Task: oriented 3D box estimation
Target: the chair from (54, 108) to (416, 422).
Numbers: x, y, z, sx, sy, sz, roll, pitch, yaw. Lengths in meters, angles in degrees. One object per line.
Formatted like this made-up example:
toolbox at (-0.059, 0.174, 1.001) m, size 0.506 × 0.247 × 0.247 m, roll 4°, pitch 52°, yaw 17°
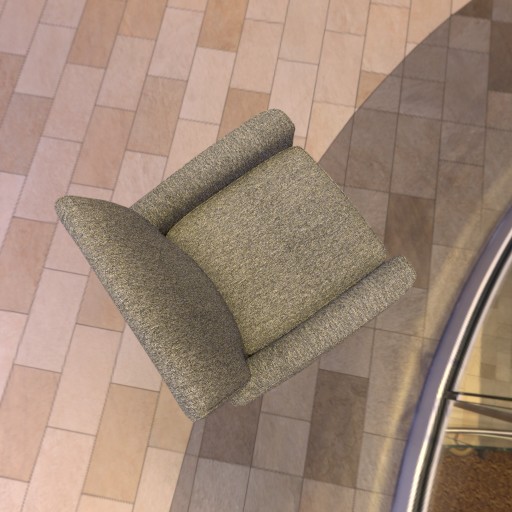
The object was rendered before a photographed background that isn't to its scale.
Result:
chair at (0.000, 0.000, 1.601) m, size 0.864 × 1.014 × 0.848 m, roll -35°, pitch 78°, yaw -8°
